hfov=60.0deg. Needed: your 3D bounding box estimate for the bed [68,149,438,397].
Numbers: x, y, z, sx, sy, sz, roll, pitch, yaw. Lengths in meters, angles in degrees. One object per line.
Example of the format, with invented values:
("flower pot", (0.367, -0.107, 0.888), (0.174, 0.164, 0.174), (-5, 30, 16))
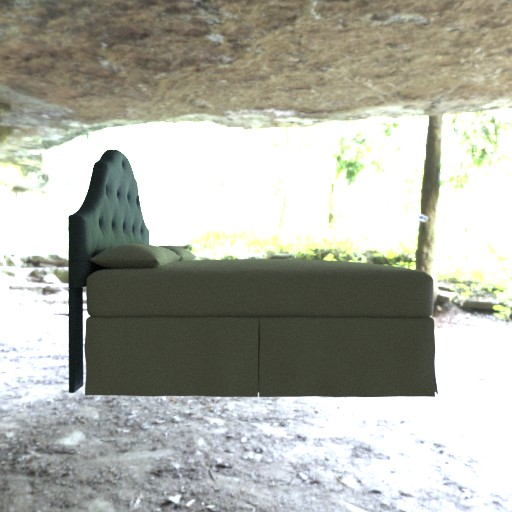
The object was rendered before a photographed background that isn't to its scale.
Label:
("bed", (0.000, 0.000, 3.307), (2.155, 1.575, 1.636), (0, 1, 1))
